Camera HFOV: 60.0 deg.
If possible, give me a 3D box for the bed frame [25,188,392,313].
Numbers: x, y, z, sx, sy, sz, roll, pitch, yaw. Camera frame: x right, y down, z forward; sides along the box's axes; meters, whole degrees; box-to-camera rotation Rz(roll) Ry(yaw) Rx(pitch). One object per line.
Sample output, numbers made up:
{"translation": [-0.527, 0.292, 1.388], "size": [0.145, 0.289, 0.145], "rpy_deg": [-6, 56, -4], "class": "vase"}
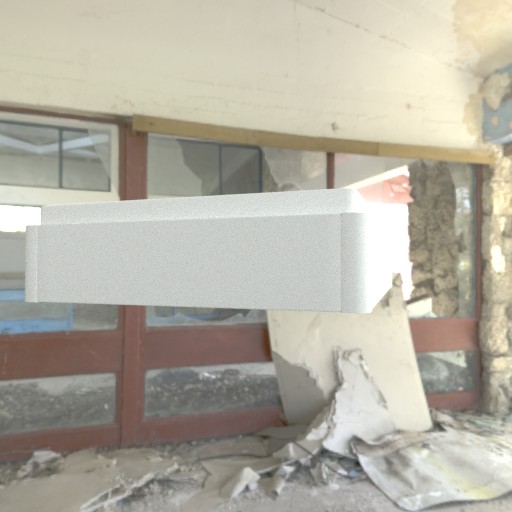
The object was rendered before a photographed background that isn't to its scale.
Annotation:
{"translation": [0.000, 0.000, 2.497], "size": [1.400, 0.406, 1.900], "rpy_deg": [0, -1, 19], "class": "bed frame"}
